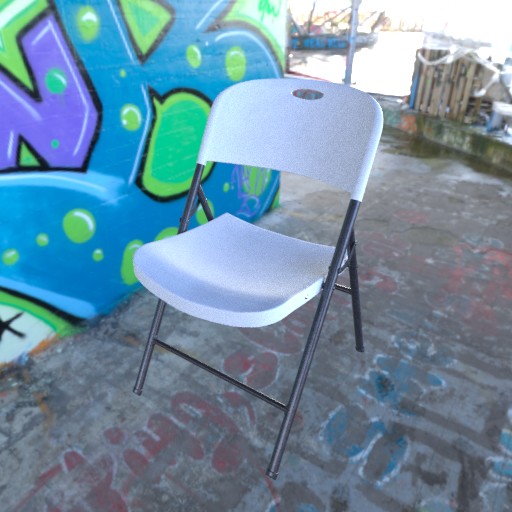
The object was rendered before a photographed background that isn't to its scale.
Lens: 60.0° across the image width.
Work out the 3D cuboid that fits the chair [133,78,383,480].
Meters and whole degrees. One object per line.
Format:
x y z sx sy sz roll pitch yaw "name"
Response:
0.000 0.000 1.170 0.494 0.810 0.566 19 35 29 "chair"
